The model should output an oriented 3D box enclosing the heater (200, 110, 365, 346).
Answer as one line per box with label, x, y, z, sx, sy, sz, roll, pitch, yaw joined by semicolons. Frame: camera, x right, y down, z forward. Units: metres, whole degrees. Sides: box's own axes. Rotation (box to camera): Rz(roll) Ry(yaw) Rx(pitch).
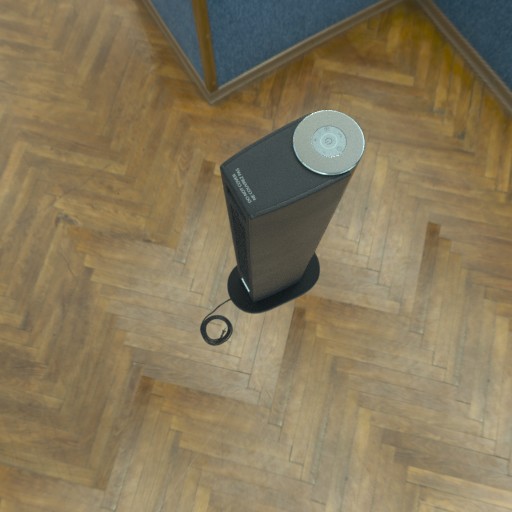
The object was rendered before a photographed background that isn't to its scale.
heater;0.000;0.000;1.065;0.458;0.856;0.214;-28;77;-7
